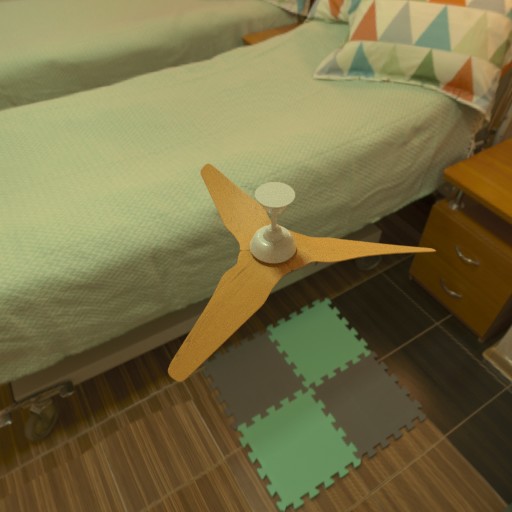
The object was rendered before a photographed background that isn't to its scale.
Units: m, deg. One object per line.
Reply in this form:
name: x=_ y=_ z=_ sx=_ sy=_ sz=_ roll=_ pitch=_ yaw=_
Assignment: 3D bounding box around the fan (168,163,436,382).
fan: x=0.000 y=0.000 z=1.619 sx=1.142 sy=0.355 sz=1.010 roll=22 pitch=50 yaw=19
